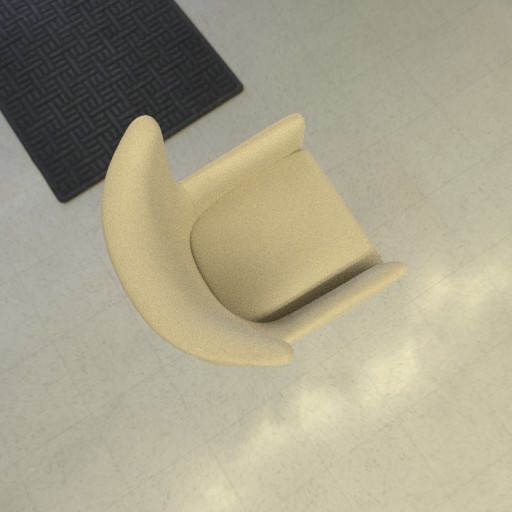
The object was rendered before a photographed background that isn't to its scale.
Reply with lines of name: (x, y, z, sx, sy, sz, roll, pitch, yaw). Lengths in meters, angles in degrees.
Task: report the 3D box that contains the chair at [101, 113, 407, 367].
chair: (0.000, 0.000, 1.436, 0.686, 0.952, 0.660, -30, 78, -7)
